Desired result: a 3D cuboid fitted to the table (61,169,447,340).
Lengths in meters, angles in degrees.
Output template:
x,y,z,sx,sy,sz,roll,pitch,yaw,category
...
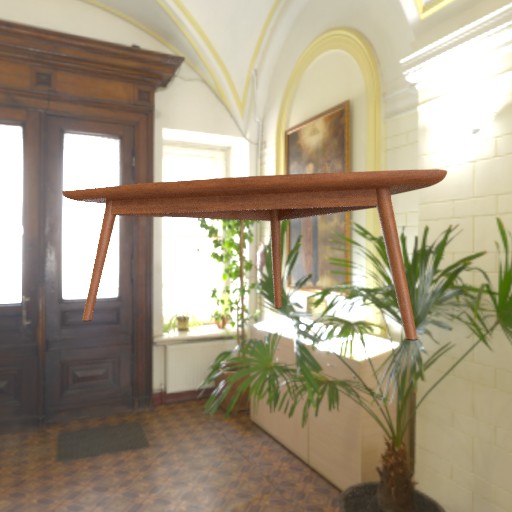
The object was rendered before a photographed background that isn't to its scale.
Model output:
x,y,z,sx,sy,sz,roll,pitch,yaw,category
0.000,0.000,1.312,1.008,0.365,0.601,0,0,19,table
